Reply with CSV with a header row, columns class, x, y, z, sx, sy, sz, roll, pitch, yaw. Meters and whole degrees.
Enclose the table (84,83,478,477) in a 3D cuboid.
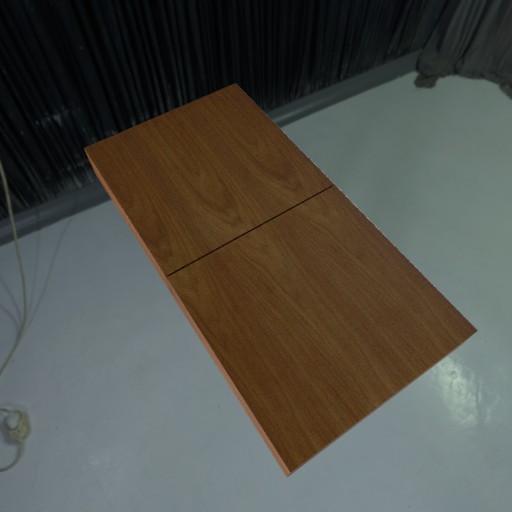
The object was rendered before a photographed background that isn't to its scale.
class,x,y,z,sx,sy,sz,roll,pitch,yaw
table,0.000,0.000,1.477,0.610,0.330,1.194,-30,63,-17
